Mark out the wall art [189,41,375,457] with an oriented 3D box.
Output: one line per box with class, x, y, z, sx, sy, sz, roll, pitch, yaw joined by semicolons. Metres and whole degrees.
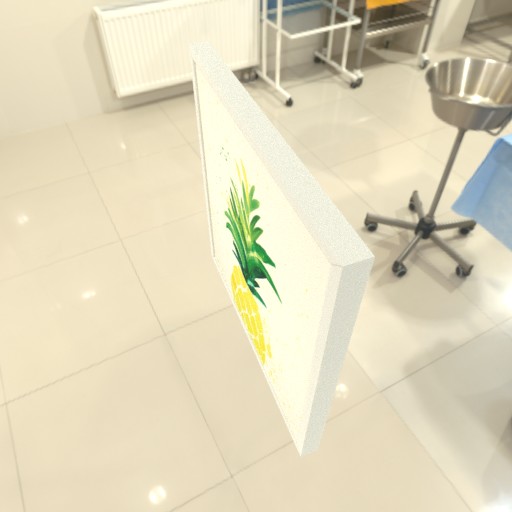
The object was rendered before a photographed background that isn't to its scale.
wall art;0.000;0.000;0.451;0.020;0.307;0.307;-16;50;-14
